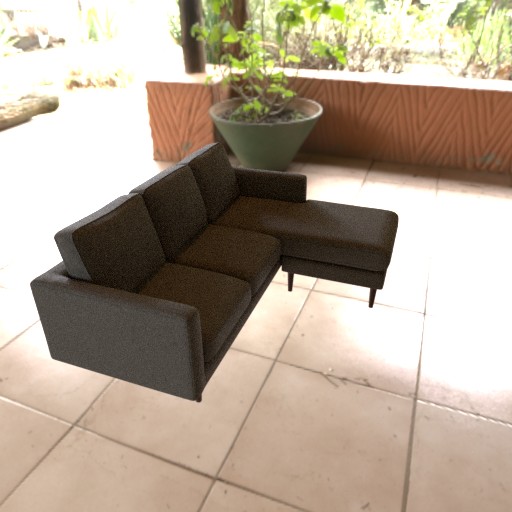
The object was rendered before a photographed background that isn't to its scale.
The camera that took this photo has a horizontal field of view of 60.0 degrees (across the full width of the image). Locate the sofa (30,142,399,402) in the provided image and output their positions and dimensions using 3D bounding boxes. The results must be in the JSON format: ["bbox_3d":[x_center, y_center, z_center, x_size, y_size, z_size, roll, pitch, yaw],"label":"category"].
[{"bbox_3d":[0.000,0.000,2.904,1.667,0.957,2.055,10,31,18],"label":"sofa"}]
